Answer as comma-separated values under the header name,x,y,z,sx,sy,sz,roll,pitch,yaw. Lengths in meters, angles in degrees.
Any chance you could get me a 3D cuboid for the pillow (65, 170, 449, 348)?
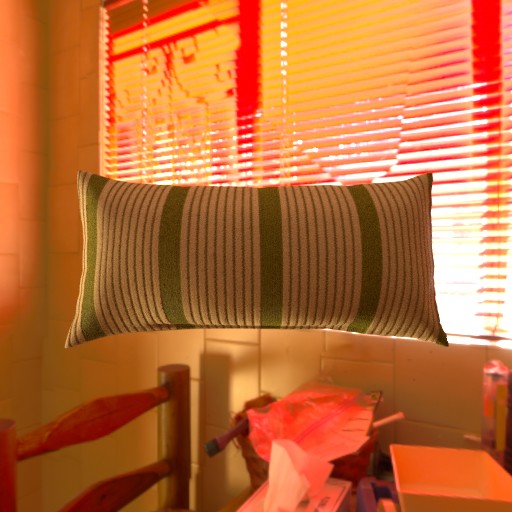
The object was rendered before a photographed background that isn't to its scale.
name,x,y,z,sx,sy,sz,roll,pitch,yaw
pillow,0.000,0.000,0.725,0.608,0.292,0.156,0,0,0
